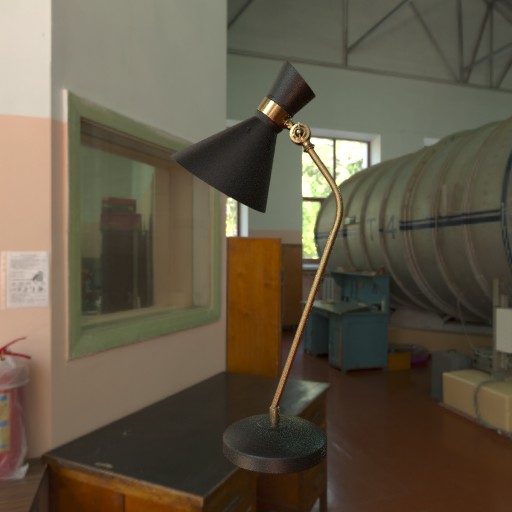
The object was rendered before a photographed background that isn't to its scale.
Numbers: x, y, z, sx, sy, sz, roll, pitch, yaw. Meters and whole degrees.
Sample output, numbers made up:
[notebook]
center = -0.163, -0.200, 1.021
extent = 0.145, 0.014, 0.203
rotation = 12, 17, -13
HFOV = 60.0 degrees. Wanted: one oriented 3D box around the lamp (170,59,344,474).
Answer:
[lamp]
center = 0.000, 0.000, 0.750
extent = 0.292, 0.647, 0.189
rotation = 0, 0, 17
